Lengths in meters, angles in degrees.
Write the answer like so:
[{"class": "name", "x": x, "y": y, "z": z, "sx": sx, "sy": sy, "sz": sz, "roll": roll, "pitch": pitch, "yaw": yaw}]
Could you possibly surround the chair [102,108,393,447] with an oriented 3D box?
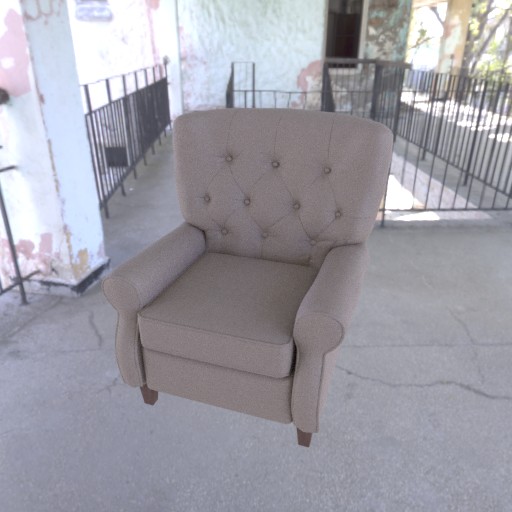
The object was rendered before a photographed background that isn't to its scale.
[{"class": "chair", "x": 0.000, "y": 0.000, "z": 1.925, "sx": 0.999, "sy": 1.138, "sz": 1.041, "roll": 8, "pitch": 27, "yaw": 17}]
